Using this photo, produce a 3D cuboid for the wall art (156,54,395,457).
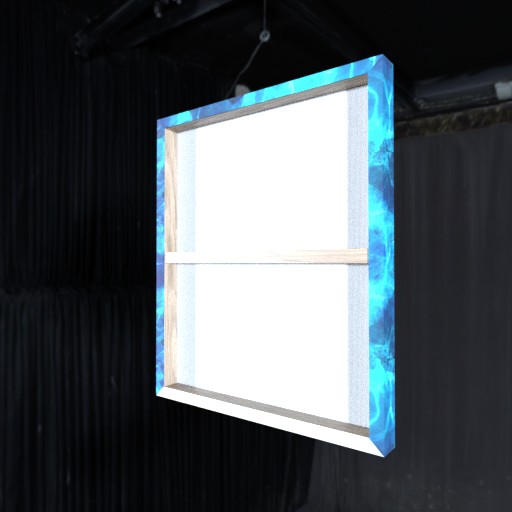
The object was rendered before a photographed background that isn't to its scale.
[{"bbox_3d":[0.000,0.000,0.703,0.432,0.508,0.038,-1,-1,37],"label":"wall art"}]
